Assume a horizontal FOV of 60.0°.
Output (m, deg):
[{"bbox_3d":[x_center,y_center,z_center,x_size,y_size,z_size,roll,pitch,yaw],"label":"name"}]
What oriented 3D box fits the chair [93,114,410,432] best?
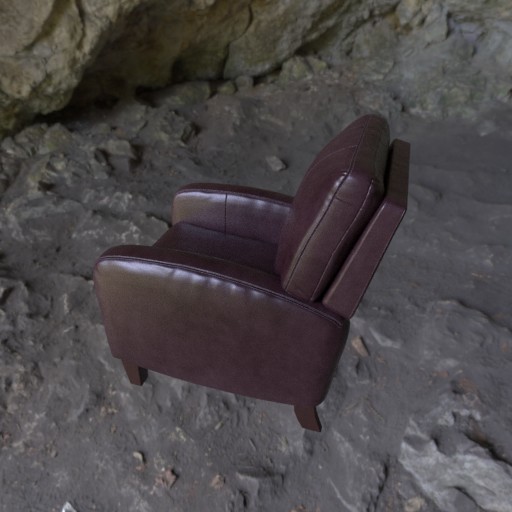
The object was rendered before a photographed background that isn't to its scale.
[{"bbox_3d":[0.000,0.000,1.699,0.990,0.990,0.762,9,32,15],"label":"chair"}]
